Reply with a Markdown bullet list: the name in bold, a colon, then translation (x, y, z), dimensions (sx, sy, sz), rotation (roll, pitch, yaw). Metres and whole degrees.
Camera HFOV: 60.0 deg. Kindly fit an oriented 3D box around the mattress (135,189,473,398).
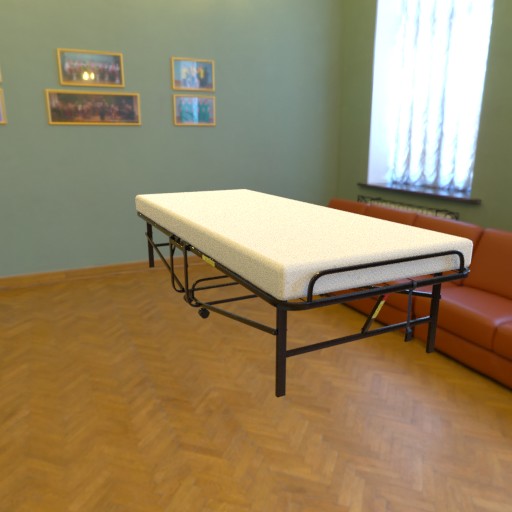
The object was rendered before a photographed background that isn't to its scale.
- **mattress**: translation (0.000, 0.000, 2.515), dimensions (0.922, 0.519, 2.153), rotation (-7, 16, -26)
